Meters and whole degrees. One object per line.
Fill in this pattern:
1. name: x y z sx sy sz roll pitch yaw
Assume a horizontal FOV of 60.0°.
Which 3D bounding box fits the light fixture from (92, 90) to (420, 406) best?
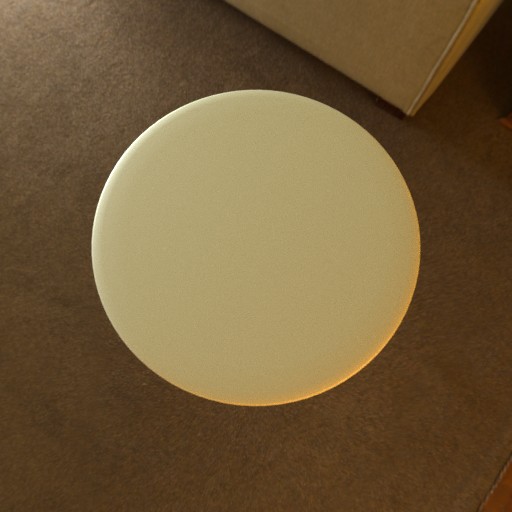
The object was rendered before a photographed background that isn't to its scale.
1. light fixture: 0.000 0.000 0.639 0.393 0.229 0.393 0 76 0
